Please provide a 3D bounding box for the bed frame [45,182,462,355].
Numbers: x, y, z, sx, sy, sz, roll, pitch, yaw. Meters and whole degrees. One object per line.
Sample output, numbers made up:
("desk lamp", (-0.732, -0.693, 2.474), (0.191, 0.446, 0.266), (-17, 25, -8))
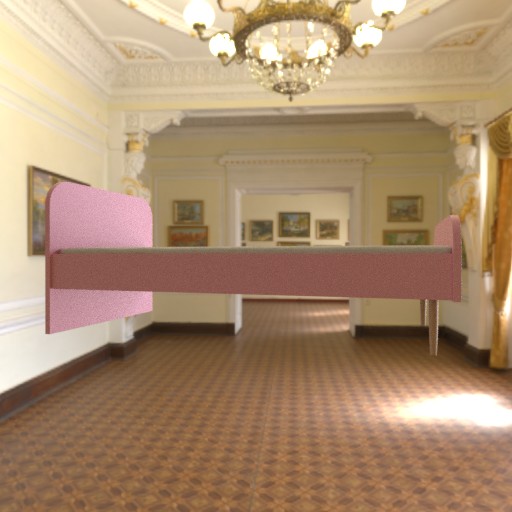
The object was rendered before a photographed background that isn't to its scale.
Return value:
("bed frame", (0.000, 0.000, 2.460), (1.963, 0.805, 0.998), (0, 0, 18))
